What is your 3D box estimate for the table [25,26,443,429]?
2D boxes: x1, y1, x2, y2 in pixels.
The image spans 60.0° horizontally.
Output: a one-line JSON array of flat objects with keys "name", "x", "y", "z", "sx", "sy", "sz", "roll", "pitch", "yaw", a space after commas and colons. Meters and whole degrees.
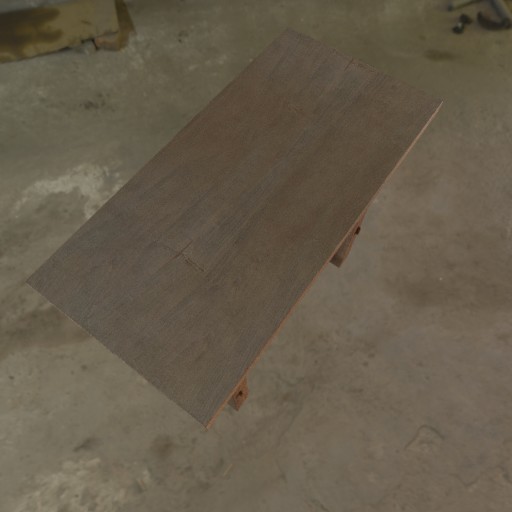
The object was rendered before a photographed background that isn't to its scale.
[{"name": "table", "x": 0.000, "y": 0.000, "z": 1.595, "sx": 0.556, "sy": 0.914, "sz": 1.119, "roll": 33, "pitch": 69, "yaw": 15}]
